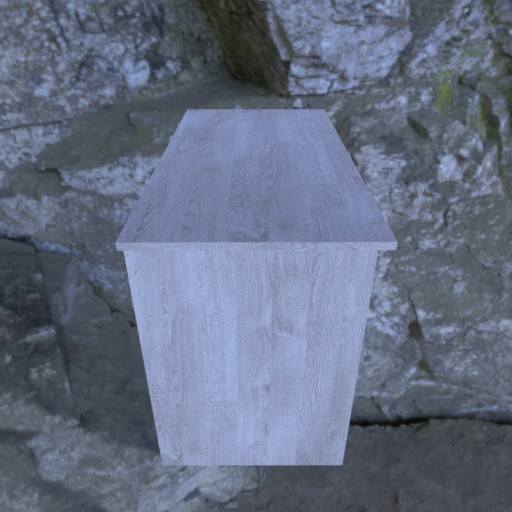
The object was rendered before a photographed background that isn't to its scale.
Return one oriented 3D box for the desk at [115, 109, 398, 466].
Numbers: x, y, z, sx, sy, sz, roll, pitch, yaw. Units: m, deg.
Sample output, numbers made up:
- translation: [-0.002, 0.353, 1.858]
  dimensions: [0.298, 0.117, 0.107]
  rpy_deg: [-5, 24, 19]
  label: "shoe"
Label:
- translation: [0.000, 0.000, 1.538]
  dimensions: [0.560, 0.735, 1.097]
  rpy_deg: [0, 31, 0]
  label: "desk"
